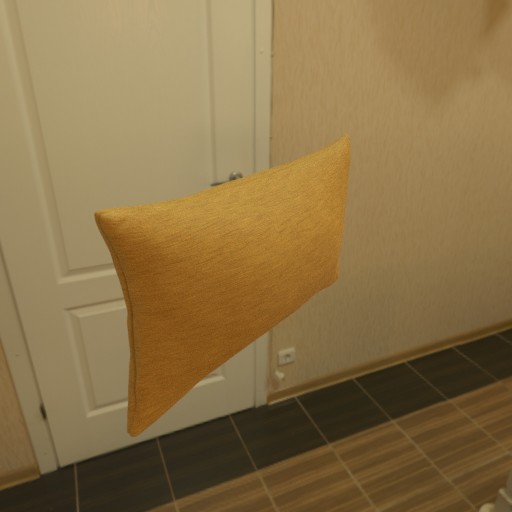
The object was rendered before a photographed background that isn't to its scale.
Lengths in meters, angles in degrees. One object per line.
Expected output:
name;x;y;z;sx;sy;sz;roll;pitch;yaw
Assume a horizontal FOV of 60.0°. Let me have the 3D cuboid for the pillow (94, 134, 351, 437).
pillow;0.000;0.000;0.811;0.210;0.354;0.634;18;31;34
